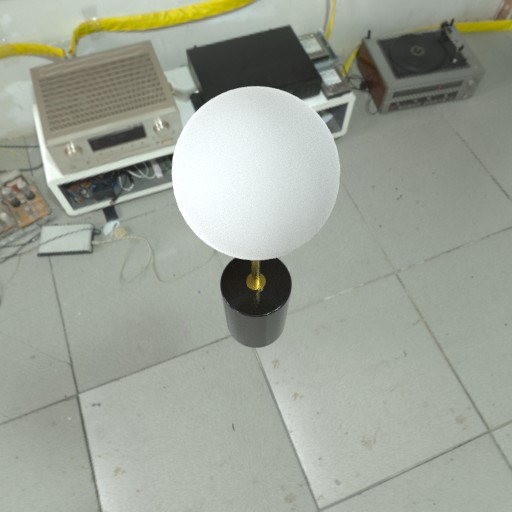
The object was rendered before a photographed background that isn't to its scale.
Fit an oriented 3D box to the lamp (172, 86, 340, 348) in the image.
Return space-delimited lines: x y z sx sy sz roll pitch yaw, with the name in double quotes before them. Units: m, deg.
"lamp" 0.000 0.000 0.555 0.153 0.480 0.153 0 63 0
